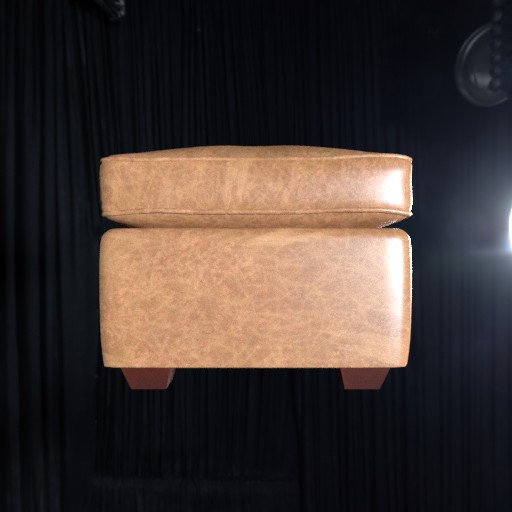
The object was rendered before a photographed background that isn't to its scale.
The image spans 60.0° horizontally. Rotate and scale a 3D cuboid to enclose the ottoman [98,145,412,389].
[{"bbox_3d":[0.000,0.000,1.122,0.554,0.468,0.756,0,2,0],"label":"ottoman"}]
